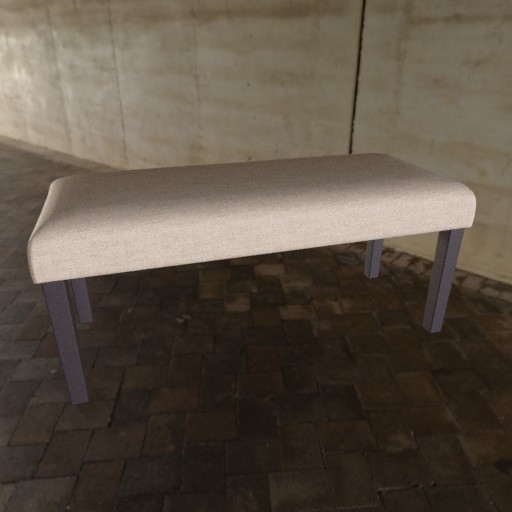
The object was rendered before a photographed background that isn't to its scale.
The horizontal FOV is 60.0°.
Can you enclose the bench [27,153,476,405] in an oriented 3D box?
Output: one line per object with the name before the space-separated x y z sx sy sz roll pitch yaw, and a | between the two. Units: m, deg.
bench | 0.000 0.000 1.196 1.013 0.456 0.407 -7 27 -15
